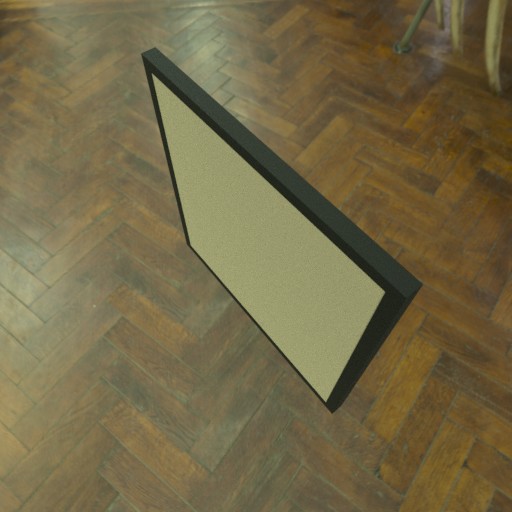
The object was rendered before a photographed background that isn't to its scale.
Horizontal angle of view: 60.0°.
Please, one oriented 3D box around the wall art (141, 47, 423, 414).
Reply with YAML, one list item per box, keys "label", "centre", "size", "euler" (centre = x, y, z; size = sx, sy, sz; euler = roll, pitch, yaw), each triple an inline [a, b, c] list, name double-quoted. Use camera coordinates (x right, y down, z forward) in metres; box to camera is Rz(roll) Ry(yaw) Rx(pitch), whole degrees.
- label: "wall art"
  centre: [0.000, 0.000, 0.458]
  size: [0.015, 0.304, 0.306]
  euler: [-34, 64, -19]
